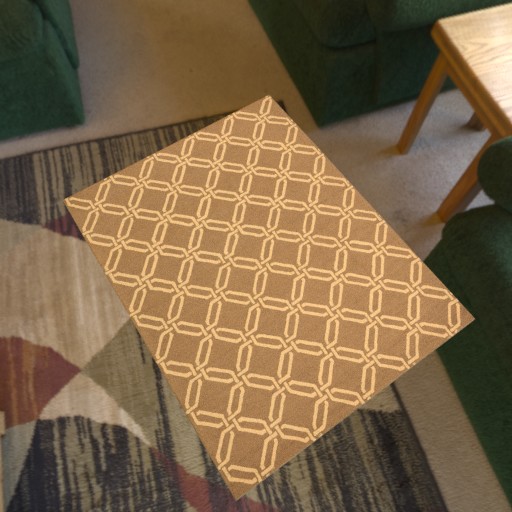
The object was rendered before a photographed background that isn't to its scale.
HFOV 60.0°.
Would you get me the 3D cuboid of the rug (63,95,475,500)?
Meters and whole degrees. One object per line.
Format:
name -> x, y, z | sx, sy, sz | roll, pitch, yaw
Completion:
rug -> 0.000, 0.000, 3.792 | 2.288, 0.018, 2.895 | -31, 69, -14
